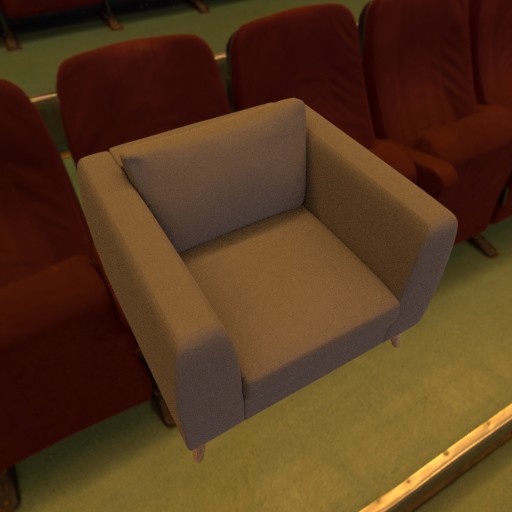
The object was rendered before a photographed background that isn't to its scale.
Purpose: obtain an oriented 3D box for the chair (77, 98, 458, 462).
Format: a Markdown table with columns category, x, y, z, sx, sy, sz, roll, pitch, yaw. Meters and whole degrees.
| category | x | y | z | sx | sy | sz | roll | pitch | yaw |
| --- | --- | --- | --- | --- | --- | --- | --- | --- | --- |
| chair | 0.000 | 0.000 | 1.652 | 1.000 | 0.860 | 0.930 | -23 | 50 | -20 |
